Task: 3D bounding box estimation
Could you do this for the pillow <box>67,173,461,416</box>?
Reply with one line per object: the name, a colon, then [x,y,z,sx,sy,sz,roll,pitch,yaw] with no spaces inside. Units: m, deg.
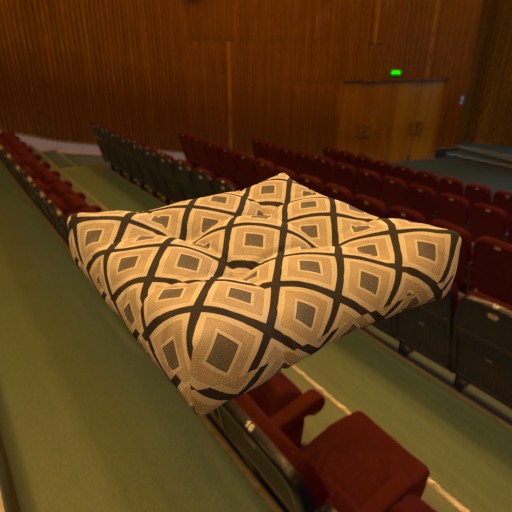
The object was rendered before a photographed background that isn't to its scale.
pillow: [0.000,0.000,0.740,0.490,0.128,0.468,-18,31,-32]
